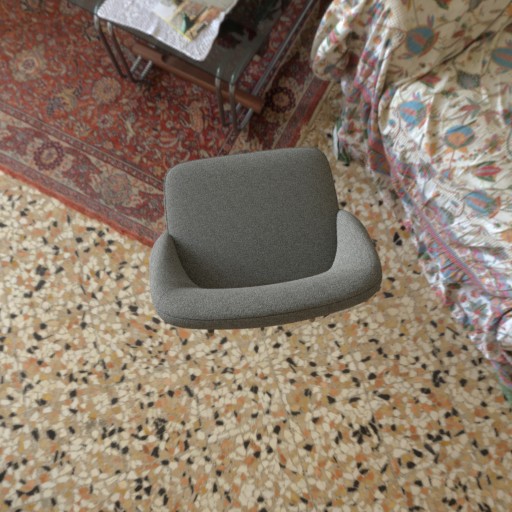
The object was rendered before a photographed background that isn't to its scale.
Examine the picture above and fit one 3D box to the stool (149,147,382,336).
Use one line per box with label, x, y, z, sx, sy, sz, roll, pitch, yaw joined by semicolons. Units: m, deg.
stool;0.000;0.000;1.393;0.536;1.089;0.524;-8;76;-2
